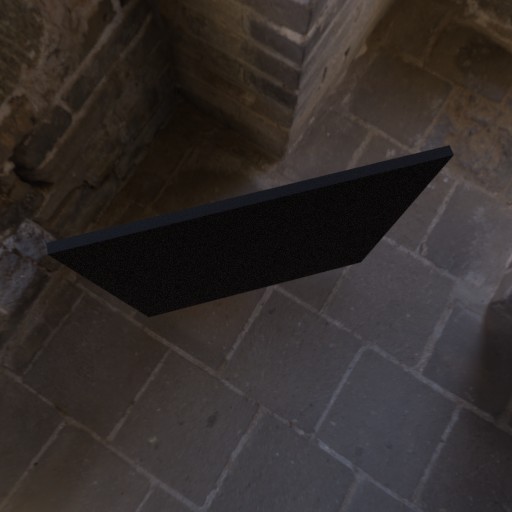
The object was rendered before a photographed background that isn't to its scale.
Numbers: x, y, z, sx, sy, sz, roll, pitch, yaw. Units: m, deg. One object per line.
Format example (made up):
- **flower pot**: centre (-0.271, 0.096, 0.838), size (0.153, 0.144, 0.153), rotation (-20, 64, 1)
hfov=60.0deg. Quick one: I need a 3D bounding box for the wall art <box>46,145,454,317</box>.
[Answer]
- **wall art**: centre (0.000, 0.000, 0.702), size (0.456, 0.458, 0.013), rotation (-14, 74, -4)
